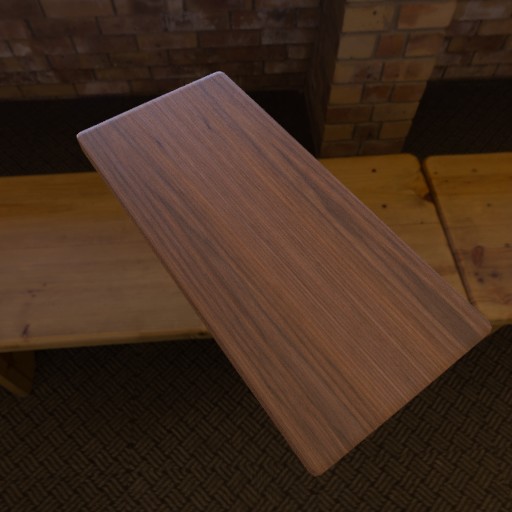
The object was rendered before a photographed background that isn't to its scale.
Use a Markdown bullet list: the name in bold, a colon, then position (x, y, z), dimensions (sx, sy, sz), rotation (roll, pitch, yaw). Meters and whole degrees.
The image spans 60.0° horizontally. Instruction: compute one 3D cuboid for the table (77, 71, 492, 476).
- **table**: position (0.000, 0.000, 1.609), dimensions (0.637, 0.468, 1.375), rotation (-31, 64, -18)
